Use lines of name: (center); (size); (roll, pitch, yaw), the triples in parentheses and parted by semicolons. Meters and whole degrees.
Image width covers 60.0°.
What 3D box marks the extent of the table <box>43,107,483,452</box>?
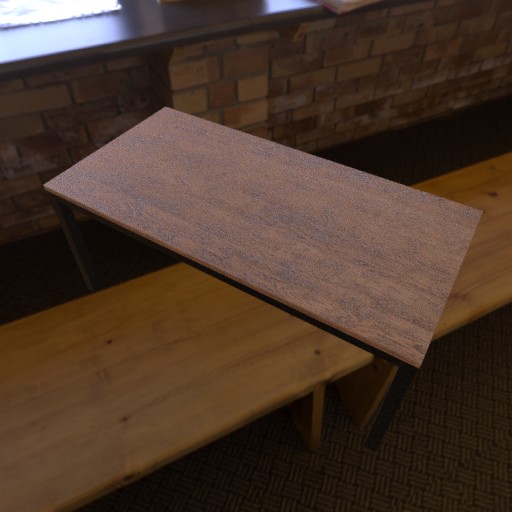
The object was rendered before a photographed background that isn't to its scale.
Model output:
table: (0.000, 0.000, 2.298); (1.805, 0.767, 0.893); (24, 51, 21)
